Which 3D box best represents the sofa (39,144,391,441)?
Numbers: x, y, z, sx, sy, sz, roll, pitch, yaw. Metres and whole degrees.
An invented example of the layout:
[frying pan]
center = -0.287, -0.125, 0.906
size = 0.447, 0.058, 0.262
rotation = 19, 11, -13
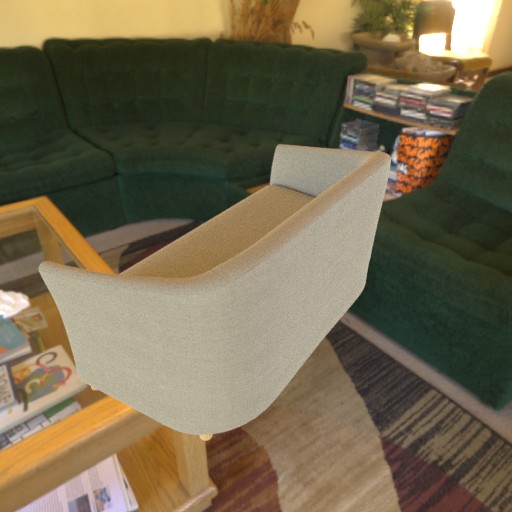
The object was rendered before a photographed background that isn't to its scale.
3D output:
[sofa]
center = 0.000, 0.000, 1.856
size = 0.705, 0.721, 1.452
rotation = 20, 38, 29
